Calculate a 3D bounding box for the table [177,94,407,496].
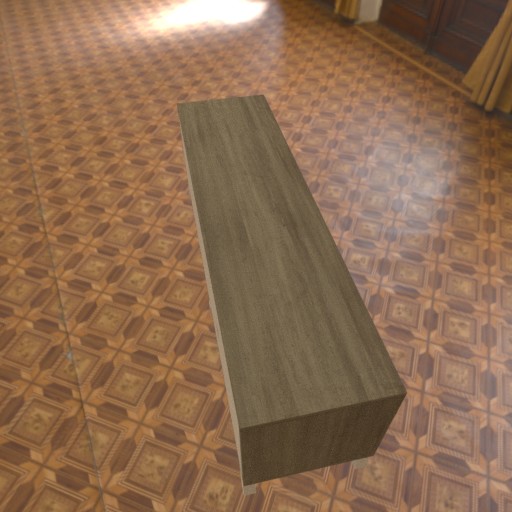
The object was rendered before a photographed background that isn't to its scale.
[{"bbox_3d":[0.000,0.000,1.704,0.400,0.530,1.500,-9,47,-8],"label":"table"}]
